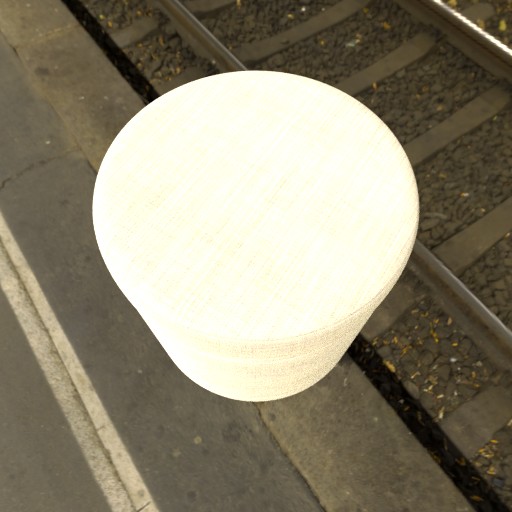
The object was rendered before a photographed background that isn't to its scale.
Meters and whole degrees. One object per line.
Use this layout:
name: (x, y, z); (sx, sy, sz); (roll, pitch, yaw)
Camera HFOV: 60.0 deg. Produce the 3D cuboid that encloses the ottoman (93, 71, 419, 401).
ottoman: (0.000, 0.000, 0.713); (0.400, 0.406, 0.400); (0, 63, 0)
